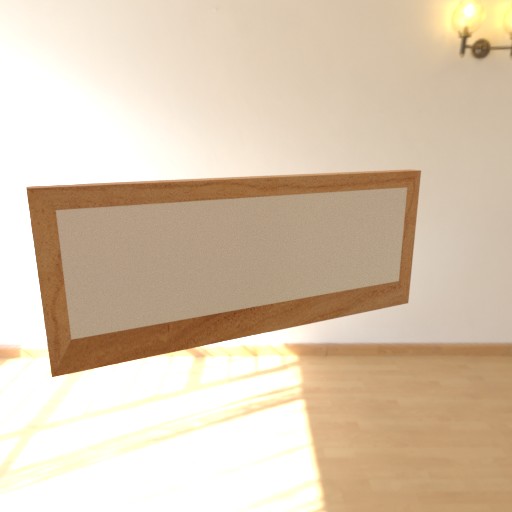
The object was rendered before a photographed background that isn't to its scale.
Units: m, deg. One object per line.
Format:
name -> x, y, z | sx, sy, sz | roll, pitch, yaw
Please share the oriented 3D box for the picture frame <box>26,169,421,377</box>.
picture frame -> 0.000, 0.000, 0.659 | 0.582, 0.234, 0.045 | -7, 17, -25
